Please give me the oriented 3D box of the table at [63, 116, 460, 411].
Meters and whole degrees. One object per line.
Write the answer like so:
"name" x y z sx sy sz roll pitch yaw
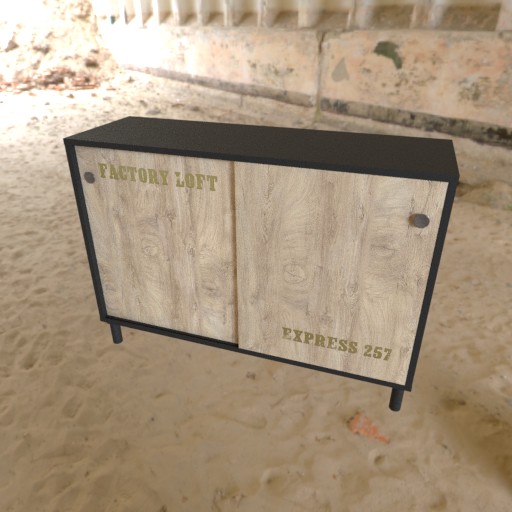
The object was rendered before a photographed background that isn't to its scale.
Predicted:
"table" 0.000 0.000 1.633 1.200 0.855 0.400 9 30 16
